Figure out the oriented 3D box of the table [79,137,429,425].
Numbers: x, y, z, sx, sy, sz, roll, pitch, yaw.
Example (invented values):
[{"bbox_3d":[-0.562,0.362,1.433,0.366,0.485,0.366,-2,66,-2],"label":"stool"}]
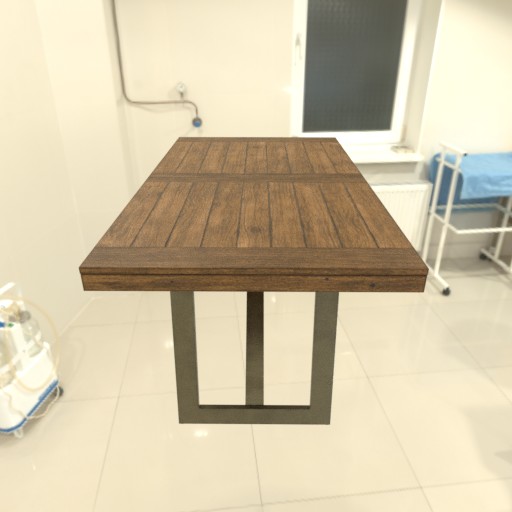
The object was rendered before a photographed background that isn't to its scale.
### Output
[{"bbox_3d":[0.000,0.000,2.081,0.931,0.757,1.641,0,27,0],"label":"table"}]
